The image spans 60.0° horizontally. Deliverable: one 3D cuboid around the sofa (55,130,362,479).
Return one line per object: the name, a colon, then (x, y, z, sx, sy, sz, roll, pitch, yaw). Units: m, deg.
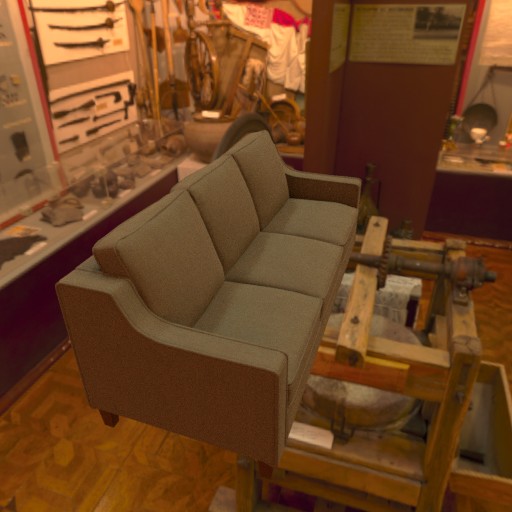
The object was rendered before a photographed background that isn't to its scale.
sofa: (0.000, 0.000, 2.506, 0.911, 0.974, 1.986, 10, 32, 17)
